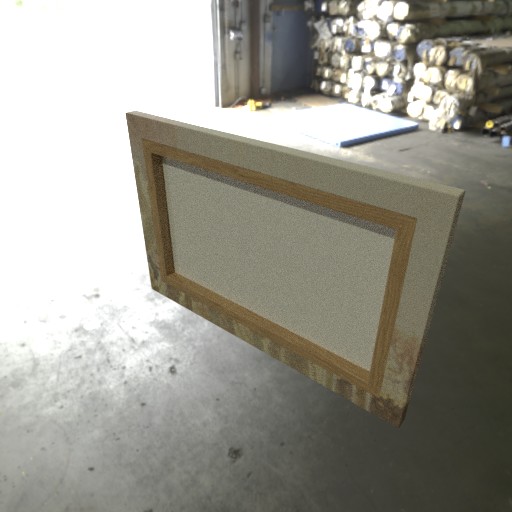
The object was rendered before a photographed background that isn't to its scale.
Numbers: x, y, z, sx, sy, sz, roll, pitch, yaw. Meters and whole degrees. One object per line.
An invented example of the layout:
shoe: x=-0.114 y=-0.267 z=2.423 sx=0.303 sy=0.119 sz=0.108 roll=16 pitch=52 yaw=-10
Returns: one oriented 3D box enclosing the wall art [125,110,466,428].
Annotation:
wall art: x=0.000 y=0.000 z=1.169 sx=0.916 sy=0.608 sz=0.040 roll=23 pitch=38 yaw=32
